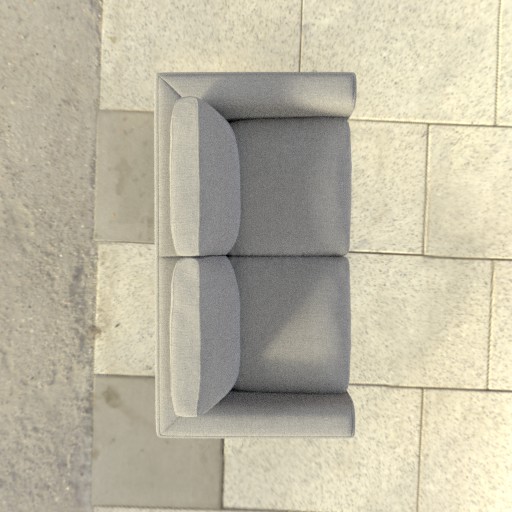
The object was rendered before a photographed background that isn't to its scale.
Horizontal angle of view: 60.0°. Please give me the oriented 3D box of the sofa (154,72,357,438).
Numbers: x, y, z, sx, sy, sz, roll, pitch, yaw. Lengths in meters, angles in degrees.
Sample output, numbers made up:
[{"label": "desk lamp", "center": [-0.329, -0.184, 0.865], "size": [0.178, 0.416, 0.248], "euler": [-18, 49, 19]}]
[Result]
[{"label": "sofa", "center": [0.000, 0.000, 2.430], "size": [1.069, 0.800, 1.920], "euler": [0, 91, 0]}]
